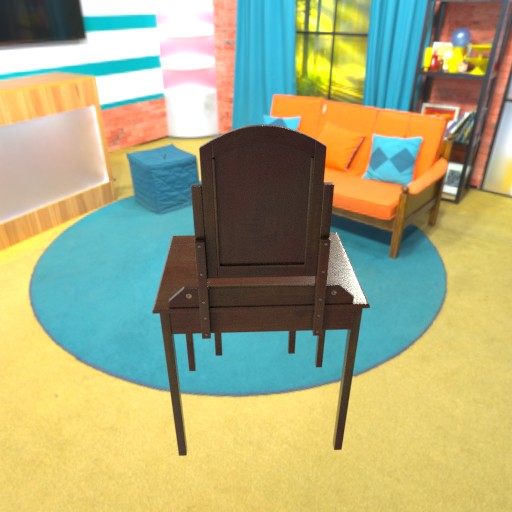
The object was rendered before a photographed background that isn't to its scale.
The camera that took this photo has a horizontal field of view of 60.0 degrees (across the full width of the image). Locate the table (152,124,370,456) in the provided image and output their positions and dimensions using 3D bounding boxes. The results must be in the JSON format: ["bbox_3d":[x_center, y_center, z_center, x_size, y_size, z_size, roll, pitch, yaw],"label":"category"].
[{"bbox_3d":[0.000,0.000,2.326,0.876,1.631,1.211,-1,30,-2],"label":"table"}]
